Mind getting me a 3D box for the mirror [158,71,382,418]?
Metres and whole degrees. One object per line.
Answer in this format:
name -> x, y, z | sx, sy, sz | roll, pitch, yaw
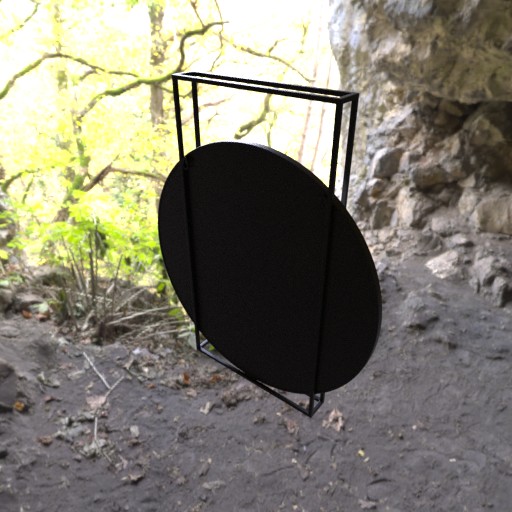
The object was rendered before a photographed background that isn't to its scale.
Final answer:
mirror -> 0.000, 0.000, 0.817 | 0.508, 0.603, 0.051 | 22, 37, 32
